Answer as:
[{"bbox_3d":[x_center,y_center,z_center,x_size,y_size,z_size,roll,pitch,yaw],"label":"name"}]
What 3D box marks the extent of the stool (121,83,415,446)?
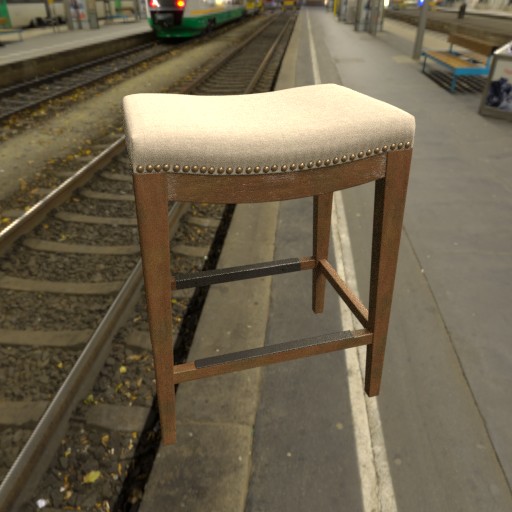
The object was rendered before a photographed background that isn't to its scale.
[{"bbox_3d":[0.000,0.000,0.976,0.508,0.660,0.356,-8,31,-14],"label":"stool"}]
